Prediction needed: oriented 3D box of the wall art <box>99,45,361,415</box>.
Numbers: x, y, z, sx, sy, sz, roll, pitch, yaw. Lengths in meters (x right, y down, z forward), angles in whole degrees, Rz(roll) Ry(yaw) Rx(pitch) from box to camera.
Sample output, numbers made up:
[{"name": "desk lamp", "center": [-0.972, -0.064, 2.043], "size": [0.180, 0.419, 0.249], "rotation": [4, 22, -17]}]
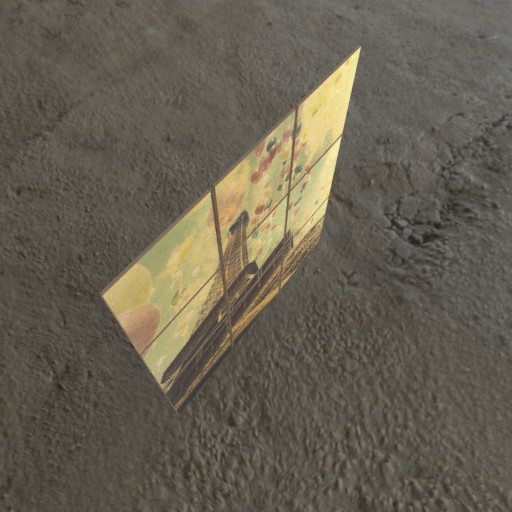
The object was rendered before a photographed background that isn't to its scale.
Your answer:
[{"name": "wall art", "center": [0.000, 0.000, 1.813], "size": [0.013, 1.218, 1.219], "rotation": [32, 63, 19]}]
